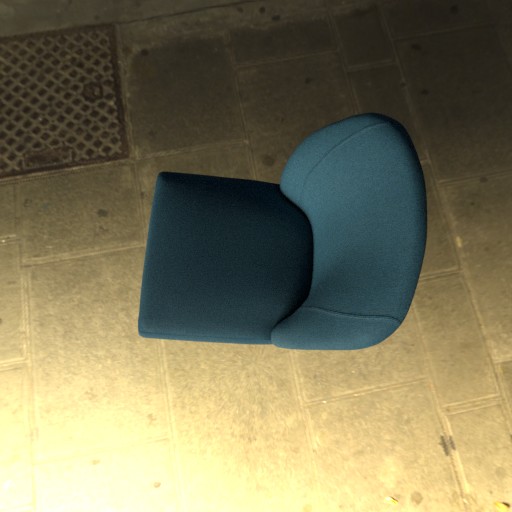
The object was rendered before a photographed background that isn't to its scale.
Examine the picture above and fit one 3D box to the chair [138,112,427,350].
[{"bbox_3d":[0.000,0.000,1.227,0.620,0.879,0.507,4,76,1],"label":"chair"}]
